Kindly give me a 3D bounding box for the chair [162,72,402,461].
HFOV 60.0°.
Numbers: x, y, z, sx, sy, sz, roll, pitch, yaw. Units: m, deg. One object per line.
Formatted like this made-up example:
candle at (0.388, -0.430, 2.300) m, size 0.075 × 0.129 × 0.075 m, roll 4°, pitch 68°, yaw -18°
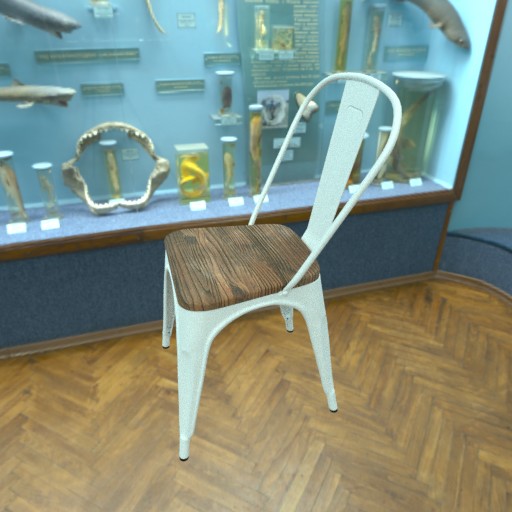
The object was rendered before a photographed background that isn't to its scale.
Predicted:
chair at (0.000, 0.000, 1.139) m, size 0.521 × 0.851 × 0.452 m, roll -8°, pitch 31°, yaw -14°
